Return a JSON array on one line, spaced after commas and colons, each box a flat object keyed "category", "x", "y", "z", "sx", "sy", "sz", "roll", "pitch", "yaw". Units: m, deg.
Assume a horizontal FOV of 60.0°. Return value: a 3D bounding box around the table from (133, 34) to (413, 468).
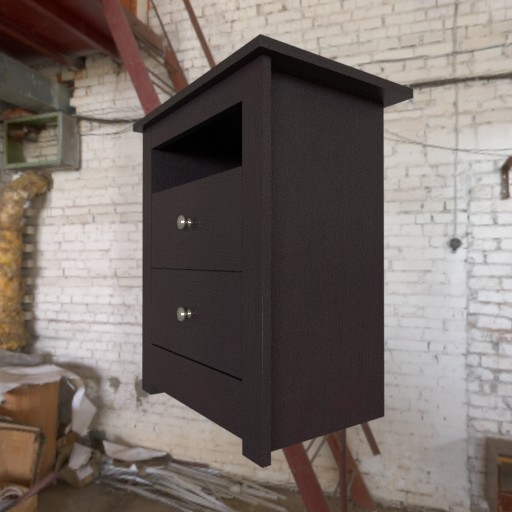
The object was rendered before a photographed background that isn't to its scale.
[{"category": "table", "x": 0.000, "y": 0.000, "z": 1.068, "sx": 0.408, "sy": 0.711, "sz": 0.589, "roll": 0, "pitch": -1, "yaw": -35}]
